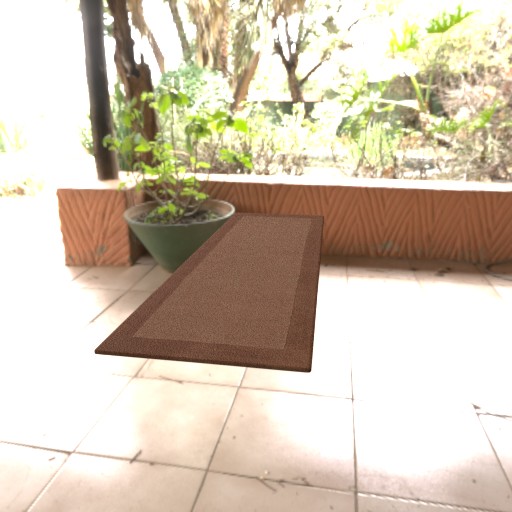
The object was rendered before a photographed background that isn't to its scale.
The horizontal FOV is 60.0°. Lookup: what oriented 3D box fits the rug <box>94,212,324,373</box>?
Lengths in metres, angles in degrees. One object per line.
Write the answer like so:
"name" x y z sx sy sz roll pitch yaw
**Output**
"rug" 0.000 0.000 2.644 0.764 0.017 2.439 3 17 9
